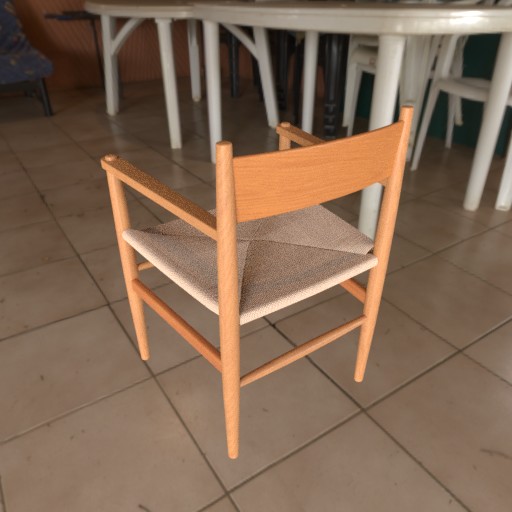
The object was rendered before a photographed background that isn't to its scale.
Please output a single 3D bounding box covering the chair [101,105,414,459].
[{"bbox_3d":[0.000,0.000,1.122,0.556,0.762,0.495,-20,36,-29],"label":"chair"}]
